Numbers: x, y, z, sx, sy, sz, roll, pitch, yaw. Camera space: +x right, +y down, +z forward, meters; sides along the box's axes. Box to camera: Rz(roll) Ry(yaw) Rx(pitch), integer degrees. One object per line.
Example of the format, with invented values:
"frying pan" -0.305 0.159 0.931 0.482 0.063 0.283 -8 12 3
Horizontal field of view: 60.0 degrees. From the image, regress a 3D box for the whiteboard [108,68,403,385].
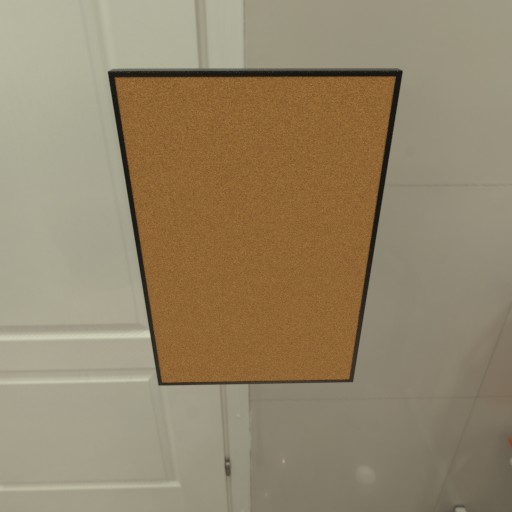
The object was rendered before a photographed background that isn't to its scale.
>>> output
"whiteboard" 0.000 0.000 0.778 0.406 0.611 0.026 -1 31 -1
